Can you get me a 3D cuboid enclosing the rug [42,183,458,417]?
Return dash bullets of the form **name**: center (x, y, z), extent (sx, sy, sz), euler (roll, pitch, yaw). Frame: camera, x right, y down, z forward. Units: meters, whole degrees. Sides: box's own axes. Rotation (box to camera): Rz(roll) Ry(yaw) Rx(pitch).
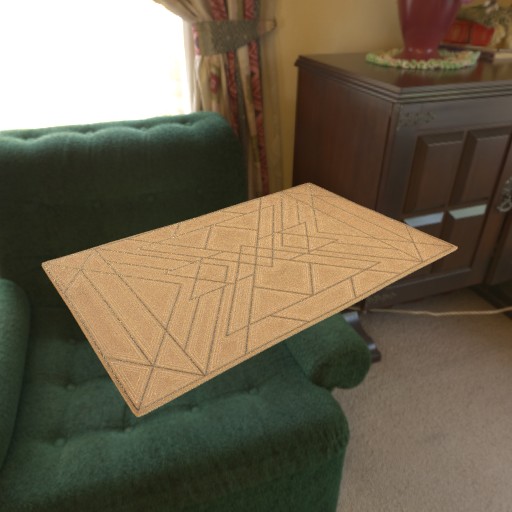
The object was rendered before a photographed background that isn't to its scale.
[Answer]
- **rug**: center (0.000, 0.000, 3.085), extent (2.459, 0.023, 1.575), euler (-21, 37, -31)
